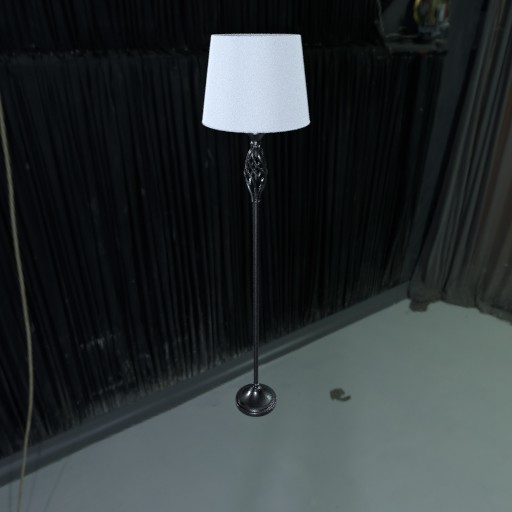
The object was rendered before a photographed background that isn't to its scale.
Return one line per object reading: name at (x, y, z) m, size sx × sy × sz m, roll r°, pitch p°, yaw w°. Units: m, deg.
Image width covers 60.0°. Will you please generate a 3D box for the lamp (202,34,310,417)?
lamp at (0.000, 0.000, 1.819) m, size 0.379 × 1.623 × 0.379 m, roll 0°, pitch 28°, yaw 0°
